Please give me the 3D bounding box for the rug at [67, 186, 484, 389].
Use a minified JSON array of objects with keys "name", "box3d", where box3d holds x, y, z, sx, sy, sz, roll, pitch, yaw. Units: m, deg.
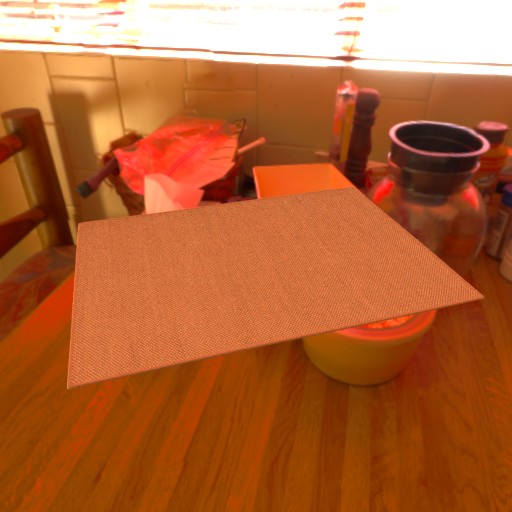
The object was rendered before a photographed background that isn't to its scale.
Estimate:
[{"name":"rug","box3d":[0.000,0.000,2.746,2.134,0.013,1.524,-9,34,-14]}]
